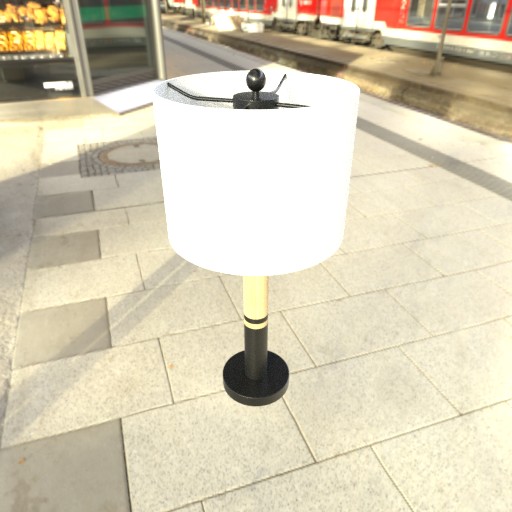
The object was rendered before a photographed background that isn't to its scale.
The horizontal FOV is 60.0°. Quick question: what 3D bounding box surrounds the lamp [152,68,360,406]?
[{"bbox_3d":[0.000,0.000,0.814,0.305,0.640,0.305,-11,33,-18],"label":"lamp"}]
